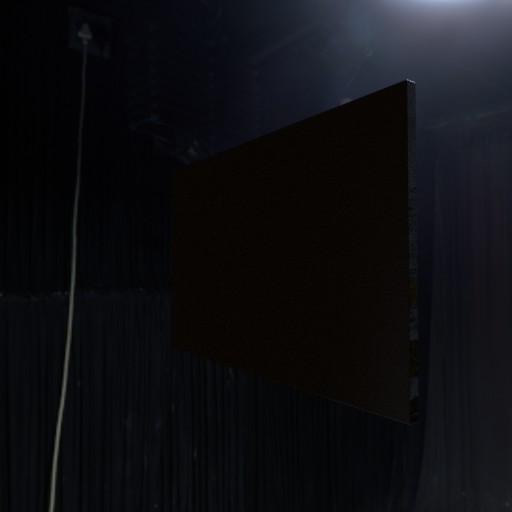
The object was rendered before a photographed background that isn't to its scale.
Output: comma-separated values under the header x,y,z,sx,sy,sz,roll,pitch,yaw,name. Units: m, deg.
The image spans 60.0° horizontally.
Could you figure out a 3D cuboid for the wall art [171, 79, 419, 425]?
x,y,z,sx,sy,sz,roll,pitch,yaw,name
0.000,0.000,1.162,0.027,0.610,0.932,1,-2,-37,wall art
